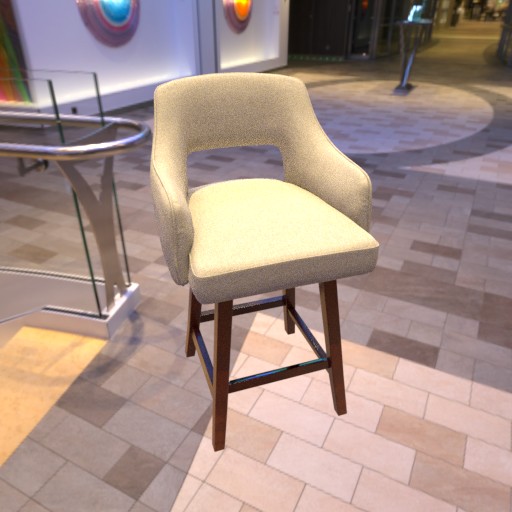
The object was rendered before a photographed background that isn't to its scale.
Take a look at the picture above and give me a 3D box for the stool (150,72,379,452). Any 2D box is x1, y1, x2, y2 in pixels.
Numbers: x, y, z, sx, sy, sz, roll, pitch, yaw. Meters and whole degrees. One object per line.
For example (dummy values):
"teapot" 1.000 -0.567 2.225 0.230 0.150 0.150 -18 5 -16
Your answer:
"stool" 0.000 0.000 1.299 0.550 0.936 0.560 -10 31 -16
